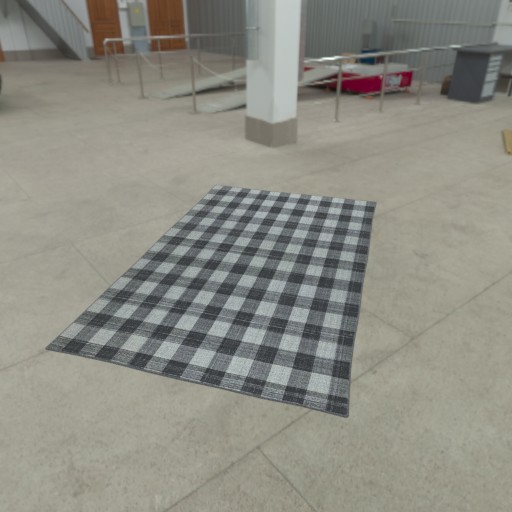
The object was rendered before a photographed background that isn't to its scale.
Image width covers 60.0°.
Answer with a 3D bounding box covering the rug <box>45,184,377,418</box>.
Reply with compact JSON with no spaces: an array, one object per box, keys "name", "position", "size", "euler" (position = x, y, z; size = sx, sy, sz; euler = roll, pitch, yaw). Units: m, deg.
[{"name":"rug","position":[0.000,0.000,3.128],"size":[1.554,0.011,2.476],"euler":[8,31,14]}]
